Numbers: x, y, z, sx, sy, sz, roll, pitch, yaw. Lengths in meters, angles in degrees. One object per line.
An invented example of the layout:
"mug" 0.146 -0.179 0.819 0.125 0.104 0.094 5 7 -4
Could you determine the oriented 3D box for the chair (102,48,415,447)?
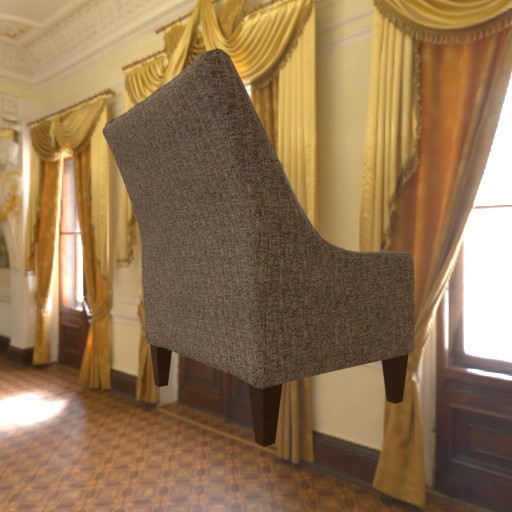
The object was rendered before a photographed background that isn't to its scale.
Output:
"chair" 0.000 0.000 1.596 0.870 1.014 0.774 0 0 -37
